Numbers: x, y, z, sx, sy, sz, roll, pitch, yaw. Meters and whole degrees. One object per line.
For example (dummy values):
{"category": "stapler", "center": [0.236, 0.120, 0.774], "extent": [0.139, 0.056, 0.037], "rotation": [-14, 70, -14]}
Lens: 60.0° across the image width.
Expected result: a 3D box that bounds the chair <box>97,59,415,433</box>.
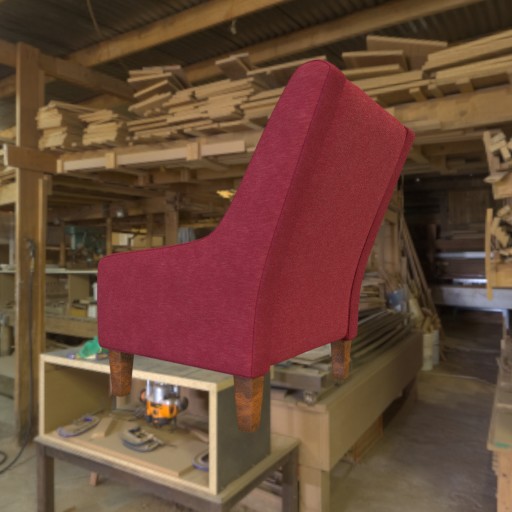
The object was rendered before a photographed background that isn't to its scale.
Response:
{"category": "chair", "center": [0.000, 0.000, 1.686], "extent": [0.985, 1.017, 0.793], "rotation": [0, 0, 34]}
